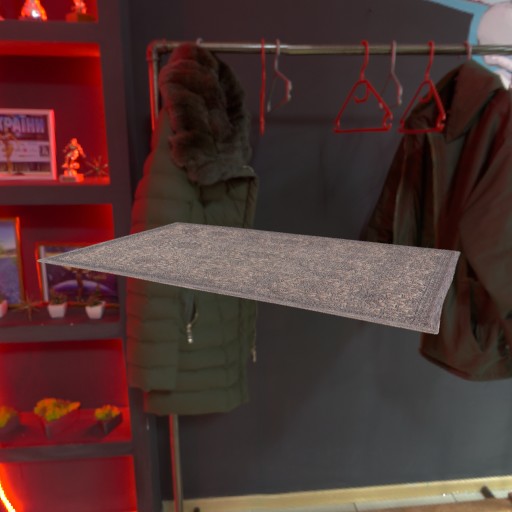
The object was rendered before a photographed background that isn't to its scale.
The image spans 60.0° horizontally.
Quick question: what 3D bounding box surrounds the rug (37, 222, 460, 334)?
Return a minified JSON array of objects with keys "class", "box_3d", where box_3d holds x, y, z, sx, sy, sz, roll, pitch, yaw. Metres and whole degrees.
[{"class":"rug","box_3d":[0.000,0.000,3.058,2.498,0.022,1.535,8,17,26]}]
